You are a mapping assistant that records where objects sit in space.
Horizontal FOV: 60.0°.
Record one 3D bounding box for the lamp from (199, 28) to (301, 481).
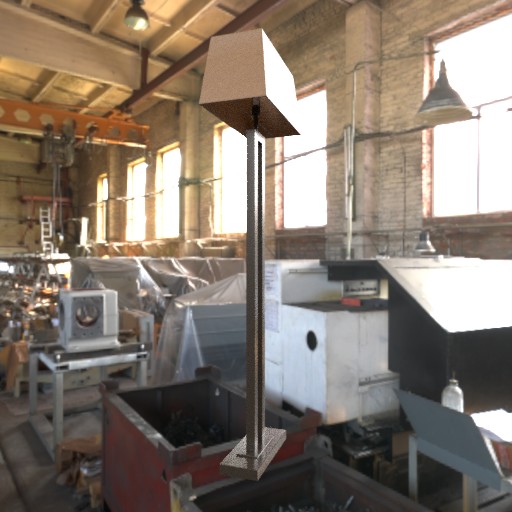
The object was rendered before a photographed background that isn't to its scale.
[{"bbox_3d":[0.000,0.000,1.637,0.233,1.469,0.475,0,0,19],"label":"lamp"}]
